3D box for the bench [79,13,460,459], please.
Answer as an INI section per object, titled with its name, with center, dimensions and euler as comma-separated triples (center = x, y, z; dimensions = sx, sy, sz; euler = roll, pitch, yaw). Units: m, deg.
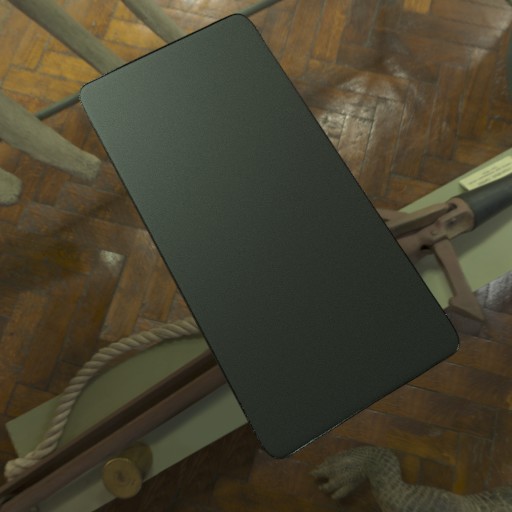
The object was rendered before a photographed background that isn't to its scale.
[bench]
center = 0.000, 0.000, 0.889
dimensions = 0.300, 0.561, 0.600
euler = -29, 78, -7
